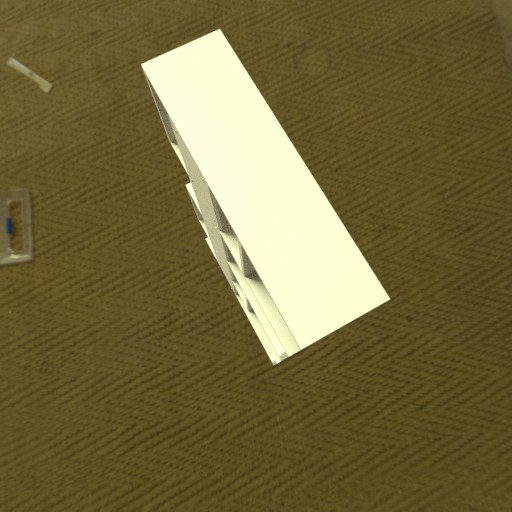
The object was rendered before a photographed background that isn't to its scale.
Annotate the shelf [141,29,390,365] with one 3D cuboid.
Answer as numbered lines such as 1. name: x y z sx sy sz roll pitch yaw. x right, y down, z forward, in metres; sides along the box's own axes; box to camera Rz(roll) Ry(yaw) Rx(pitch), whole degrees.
1. shelf: 0.000 0.000 1.947 0.250 1.650 0.890 -28 77 -7
